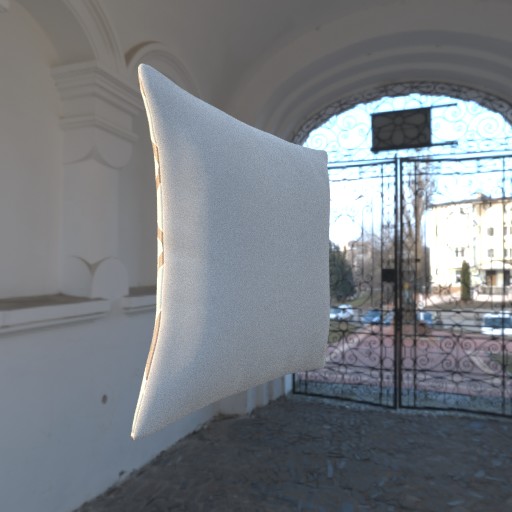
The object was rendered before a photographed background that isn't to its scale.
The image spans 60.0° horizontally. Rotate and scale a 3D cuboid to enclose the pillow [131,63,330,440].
[{"bbox_3d":[0.000,0.000,0.817,0.166,0.508,0.552,-1,-2,36],"label":"pillow"}]
